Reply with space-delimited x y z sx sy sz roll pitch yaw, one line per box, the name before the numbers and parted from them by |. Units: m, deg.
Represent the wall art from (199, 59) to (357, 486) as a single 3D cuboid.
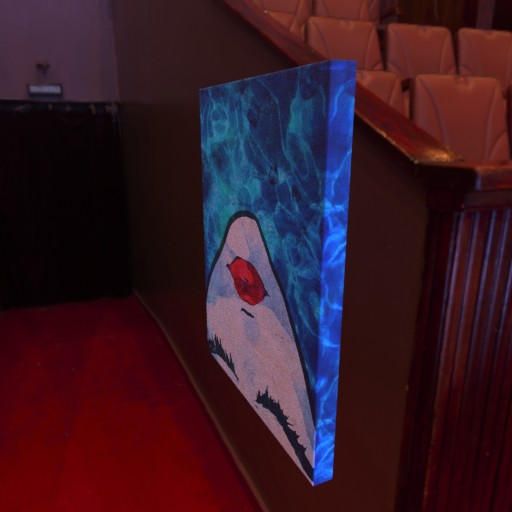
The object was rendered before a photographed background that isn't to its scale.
wall art | 0.000 0.000 0.853 0.038 0.635 0.508 -8 18 -24
